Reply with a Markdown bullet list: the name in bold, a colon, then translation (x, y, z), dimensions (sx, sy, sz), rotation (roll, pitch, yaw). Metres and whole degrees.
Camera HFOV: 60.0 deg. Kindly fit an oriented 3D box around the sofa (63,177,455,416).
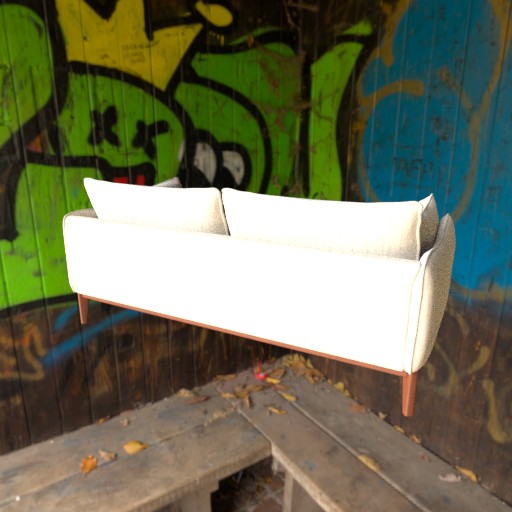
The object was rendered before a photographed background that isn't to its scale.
- **sofa**: translation (0.000, 0.000, 2.477), dimensions (1.989, 0.860, 0.991), rotation (9, 19, 27)
